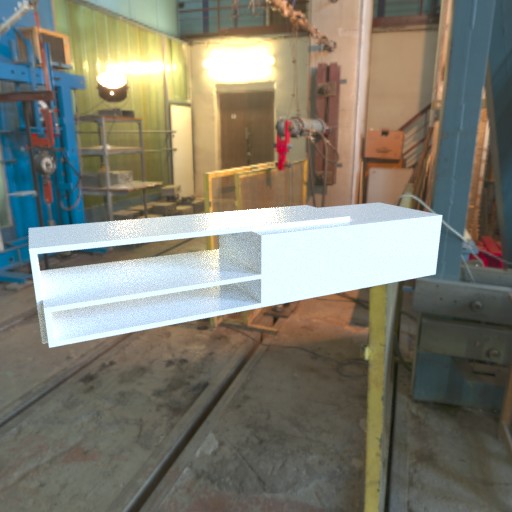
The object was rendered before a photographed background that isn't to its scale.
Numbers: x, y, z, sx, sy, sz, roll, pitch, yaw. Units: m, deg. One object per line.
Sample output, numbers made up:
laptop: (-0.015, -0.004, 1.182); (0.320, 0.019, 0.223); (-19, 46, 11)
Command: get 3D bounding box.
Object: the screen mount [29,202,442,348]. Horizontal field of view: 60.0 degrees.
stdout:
screen mount: (0.000, 0.000, 1.870); (1.680, 0.320, 0.420); (-8, 17, -25)
